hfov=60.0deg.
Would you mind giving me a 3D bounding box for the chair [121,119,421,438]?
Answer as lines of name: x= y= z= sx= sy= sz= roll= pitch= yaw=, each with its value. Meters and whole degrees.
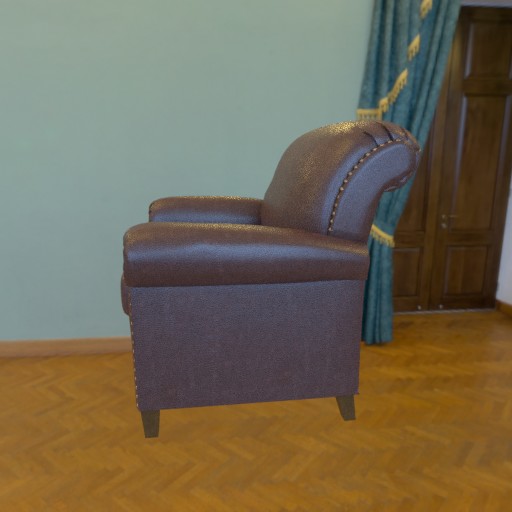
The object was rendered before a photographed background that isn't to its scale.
chair: x=0.000 y=0.000 z=1.599 sx=0.890 sy=0.927 sz=0.854 roll=-2 pitch=13 yaw=-7
